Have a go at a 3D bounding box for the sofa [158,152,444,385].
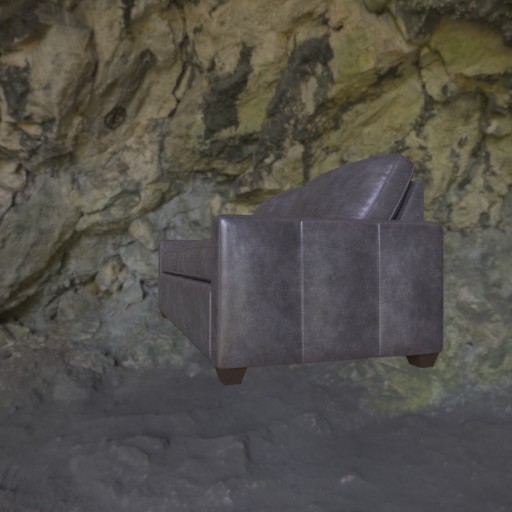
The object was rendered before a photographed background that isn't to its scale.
[{"bbox_3d":[0.000,0.000,2.605,0.939,0.916,2.081,0,-1,-18],"label":"sofa"}]
